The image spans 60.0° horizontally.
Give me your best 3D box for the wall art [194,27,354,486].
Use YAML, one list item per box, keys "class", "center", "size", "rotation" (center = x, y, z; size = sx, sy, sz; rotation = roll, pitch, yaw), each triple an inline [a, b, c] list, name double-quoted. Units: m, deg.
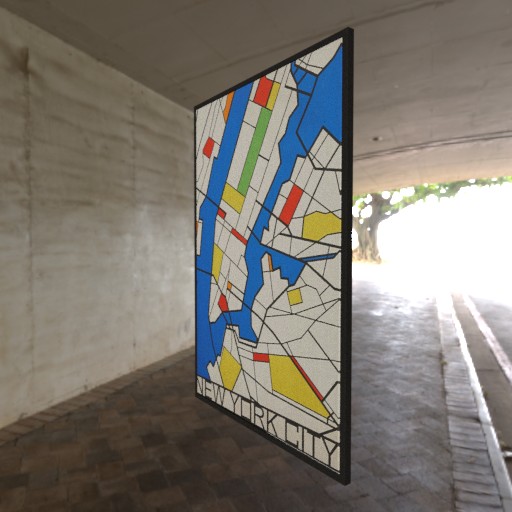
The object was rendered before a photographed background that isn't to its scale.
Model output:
- class: "wall art"
  center: [0.000, 0.000, 0.822]
  size: [0.013, 0.657, 0.457]
  rotation: [-1, 2, -36]
